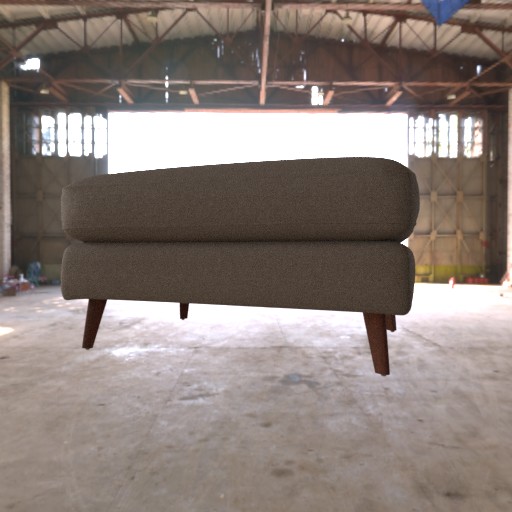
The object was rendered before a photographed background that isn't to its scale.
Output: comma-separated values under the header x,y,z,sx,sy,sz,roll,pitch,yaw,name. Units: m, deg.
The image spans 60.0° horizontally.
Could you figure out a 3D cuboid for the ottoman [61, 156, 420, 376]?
x,y,z,sx,sy,sz,roll,pitch,yaw,name
0.000,0.000,1.181,0.811,0.449,0.608,0,1,19,ottoman
